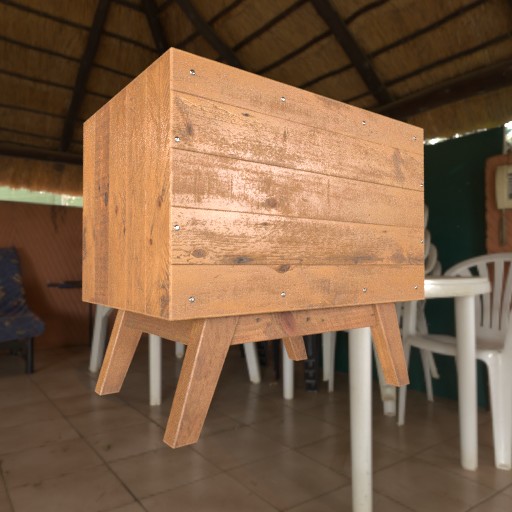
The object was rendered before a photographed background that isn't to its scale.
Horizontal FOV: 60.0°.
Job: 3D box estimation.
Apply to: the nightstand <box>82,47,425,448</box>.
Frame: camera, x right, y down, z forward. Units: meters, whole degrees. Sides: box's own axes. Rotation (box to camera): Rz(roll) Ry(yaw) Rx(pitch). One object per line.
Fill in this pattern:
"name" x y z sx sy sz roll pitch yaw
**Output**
"nightstand" 0.000 0.000 1.017 0.650 0.599 0.450 1 -1 -37
